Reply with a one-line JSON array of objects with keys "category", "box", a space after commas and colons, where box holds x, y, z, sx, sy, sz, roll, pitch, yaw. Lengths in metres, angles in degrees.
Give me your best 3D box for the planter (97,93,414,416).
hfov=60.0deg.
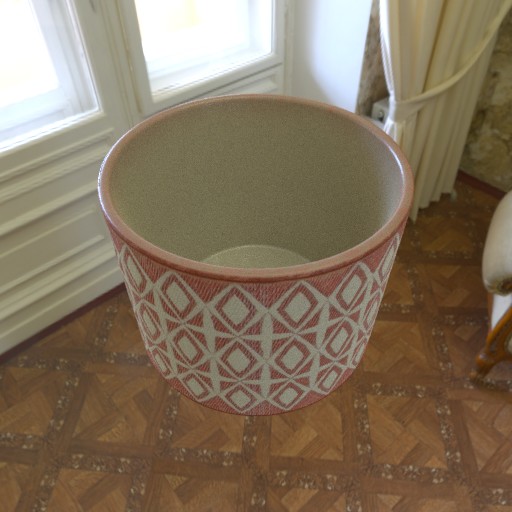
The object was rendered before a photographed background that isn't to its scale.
[{"category": "planter", "box": [0.000, 0.000, 0.476, 0.273, 0.237, 0.273, 0, 45, 0]}]
